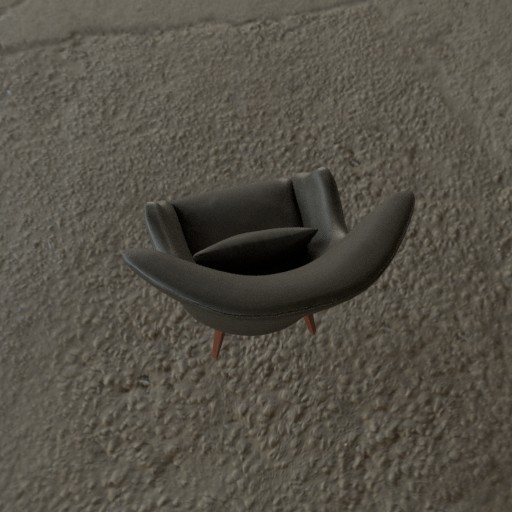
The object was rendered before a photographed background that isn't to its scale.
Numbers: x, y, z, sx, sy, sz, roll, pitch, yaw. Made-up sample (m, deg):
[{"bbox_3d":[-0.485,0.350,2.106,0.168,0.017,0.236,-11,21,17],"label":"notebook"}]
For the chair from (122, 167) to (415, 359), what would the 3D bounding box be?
[{"bbox_3d":[0.000,0.000,1.703,0.819,1.068,0.954,-13,60,-7],"label":"chair"}]
